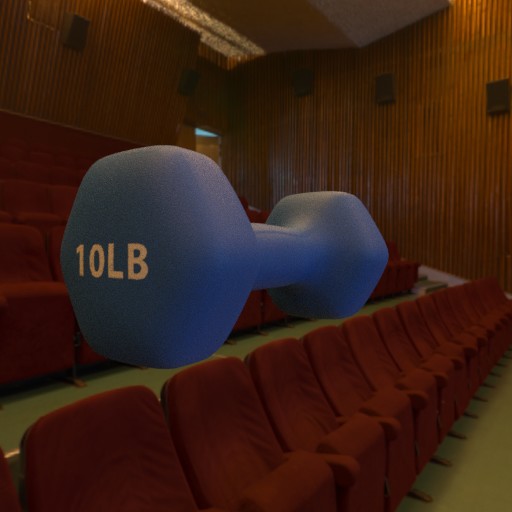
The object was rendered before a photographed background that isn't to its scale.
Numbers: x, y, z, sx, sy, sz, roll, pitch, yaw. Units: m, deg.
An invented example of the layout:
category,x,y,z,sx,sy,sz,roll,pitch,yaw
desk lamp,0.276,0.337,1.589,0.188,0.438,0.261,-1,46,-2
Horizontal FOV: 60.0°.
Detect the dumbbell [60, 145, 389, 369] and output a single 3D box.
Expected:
category,x,y,z,sx,sy,sz,roll,pitch,yaw
dumbbell,0.000,0.000,0.264,0.103,0.093,0.212,0,1,35
